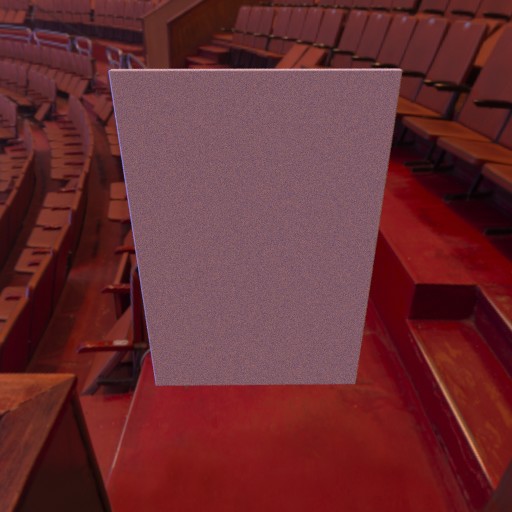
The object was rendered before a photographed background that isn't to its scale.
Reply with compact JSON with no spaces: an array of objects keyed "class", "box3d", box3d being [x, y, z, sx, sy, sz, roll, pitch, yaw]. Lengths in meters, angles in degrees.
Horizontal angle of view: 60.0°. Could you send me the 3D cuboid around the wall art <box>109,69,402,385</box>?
[{"class":"wall art","box3d":[0.000,0.000,0.617,0.329,0.482,0.011,0,29,-1]}]
